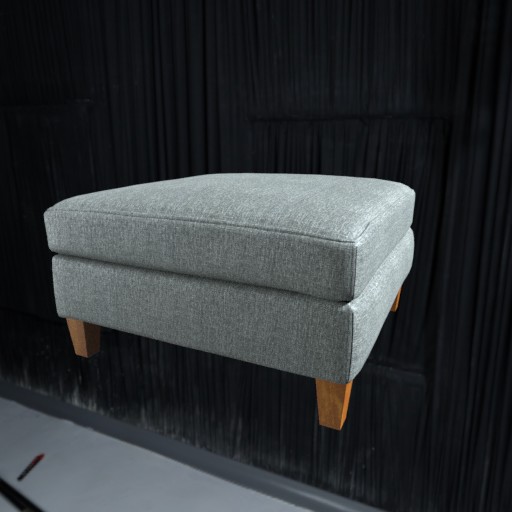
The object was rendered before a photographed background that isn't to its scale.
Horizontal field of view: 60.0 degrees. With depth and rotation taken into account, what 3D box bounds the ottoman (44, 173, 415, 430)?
[{"bbox_3d":[0.000,0.000,1.358,0.838,0.481,0.838,7,17,25],"label":"ottoman"}]
